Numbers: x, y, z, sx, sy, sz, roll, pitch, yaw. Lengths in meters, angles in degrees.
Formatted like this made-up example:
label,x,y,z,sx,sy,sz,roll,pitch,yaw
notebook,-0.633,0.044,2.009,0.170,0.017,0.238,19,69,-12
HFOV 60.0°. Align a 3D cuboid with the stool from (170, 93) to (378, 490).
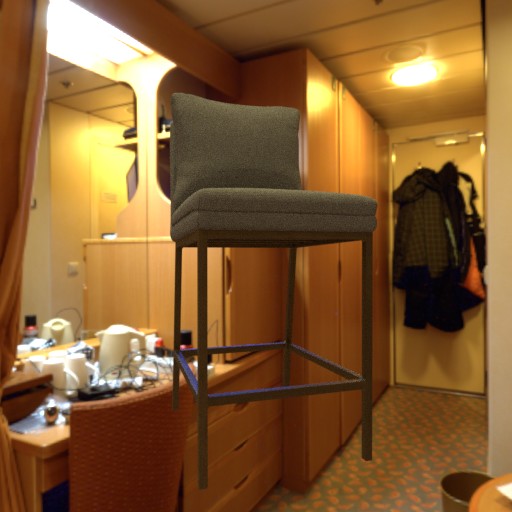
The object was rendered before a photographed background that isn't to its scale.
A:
label,x,y,z,sx,sy,sz,roll,pitch,yaw
stool,0.000,0.000,1.303,0.463,1.031,0.569,0,1,-18
